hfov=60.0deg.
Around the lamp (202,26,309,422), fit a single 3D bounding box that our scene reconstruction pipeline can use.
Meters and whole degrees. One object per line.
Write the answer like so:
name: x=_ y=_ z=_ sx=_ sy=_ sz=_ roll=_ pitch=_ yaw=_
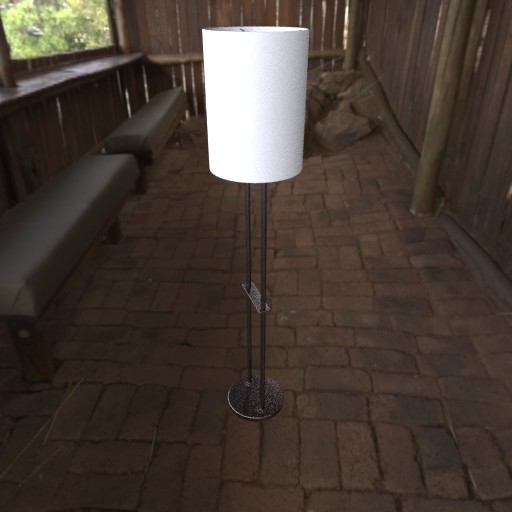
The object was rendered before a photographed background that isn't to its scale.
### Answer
lamp: x=0.000 y=0.000 z=1.643 sx=0.305 sy=1.500 sz=0.306 roll=-10 pitch=31 yaw=-17
